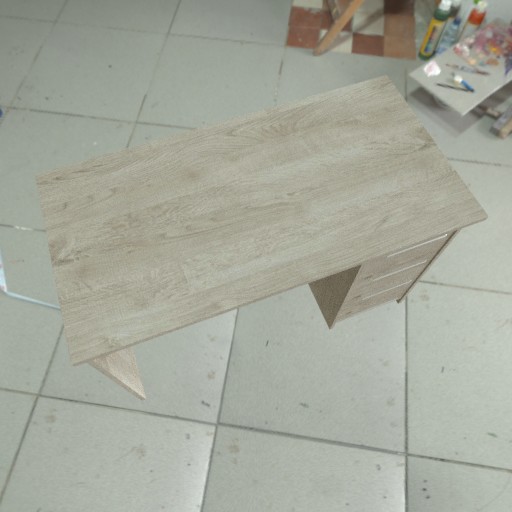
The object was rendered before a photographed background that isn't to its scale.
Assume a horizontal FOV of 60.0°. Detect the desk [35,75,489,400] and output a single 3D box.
[{"bbox_3d":[0.000,0.000,1.518,1.096,0.730,0.560,-19,65,-9],"label":"desk"}]
